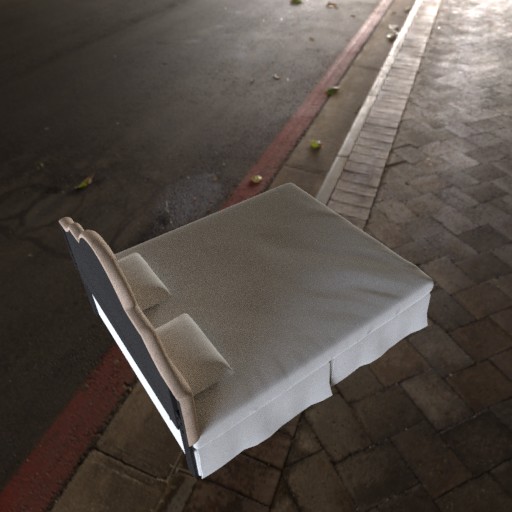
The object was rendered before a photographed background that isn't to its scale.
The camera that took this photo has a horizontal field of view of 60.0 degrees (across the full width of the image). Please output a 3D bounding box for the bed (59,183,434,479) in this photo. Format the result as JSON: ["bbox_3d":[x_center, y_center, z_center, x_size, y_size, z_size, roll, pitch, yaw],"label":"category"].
[{"bbox_3d":[0.000,0.000,2.940,1.970,1.194,1.667,-26,48,-26],"label":"bed"}]
